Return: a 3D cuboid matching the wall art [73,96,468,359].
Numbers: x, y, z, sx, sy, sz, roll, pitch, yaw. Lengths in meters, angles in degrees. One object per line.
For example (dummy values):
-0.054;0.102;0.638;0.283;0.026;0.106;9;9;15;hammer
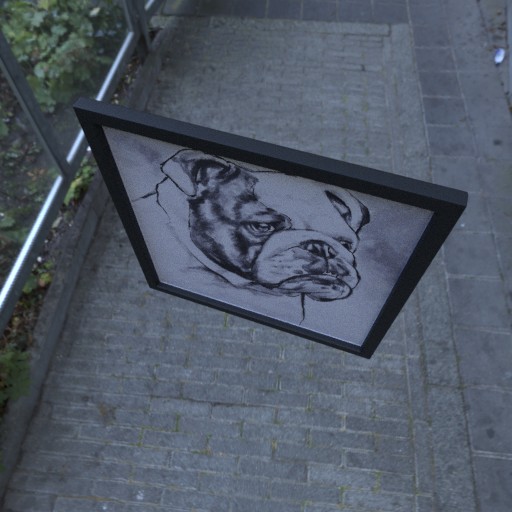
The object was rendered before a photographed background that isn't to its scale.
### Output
0.000;0.000;0.681;0.456;0.453;0.022;17;59;10;wall art
